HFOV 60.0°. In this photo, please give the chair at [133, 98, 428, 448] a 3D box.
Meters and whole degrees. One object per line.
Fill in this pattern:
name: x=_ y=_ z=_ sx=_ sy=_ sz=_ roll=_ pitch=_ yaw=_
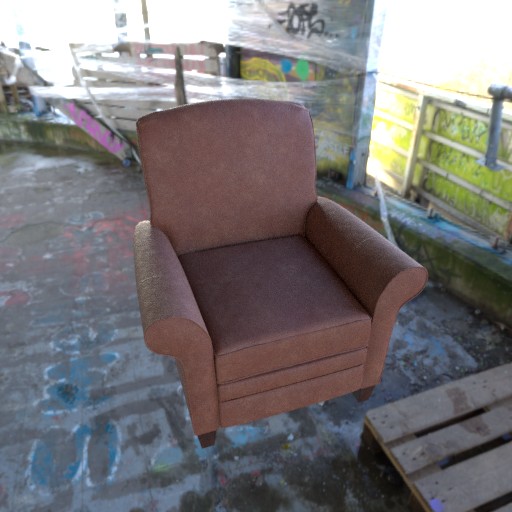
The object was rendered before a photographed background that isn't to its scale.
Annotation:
chair: x=0.000 y=0.000 z=1.796 sx=0.978 sy=1.061 sz=0.902 roll=-10 pitch=33 yaw=-16
